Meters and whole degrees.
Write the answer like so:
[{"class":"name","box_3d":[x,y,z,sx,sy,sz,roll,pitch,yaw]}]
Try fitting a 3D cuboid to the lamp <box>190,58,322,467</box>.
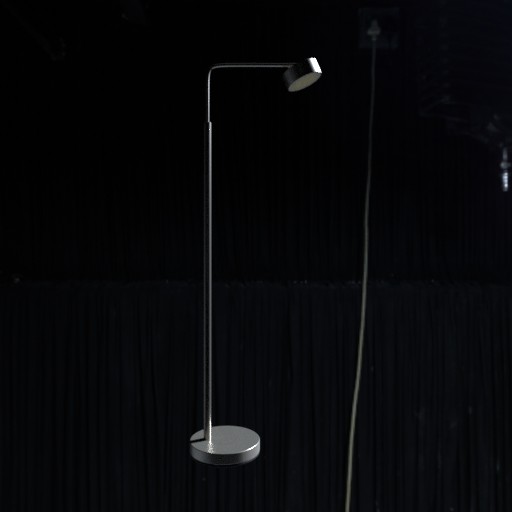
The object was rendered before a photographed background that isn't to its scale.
[{"class":"lamp","box_3d":[0.000,0.000,1.423,0.421,1.250,0.222,0,0,-1]}]
